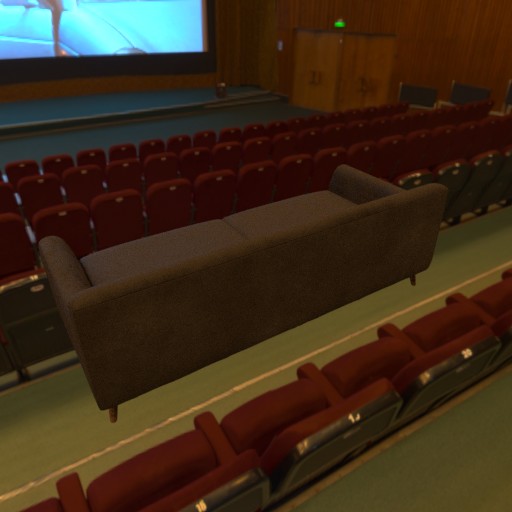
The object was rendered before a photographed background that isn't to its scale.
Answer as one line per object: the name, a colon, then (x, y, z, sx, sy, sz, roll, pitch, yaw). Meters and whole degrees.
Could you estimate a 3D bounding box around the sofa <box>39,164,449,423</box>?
sofa: (0.000, 0.000, 2.640, 2.190, 0.740, 0.900, -18, 36, -27)
